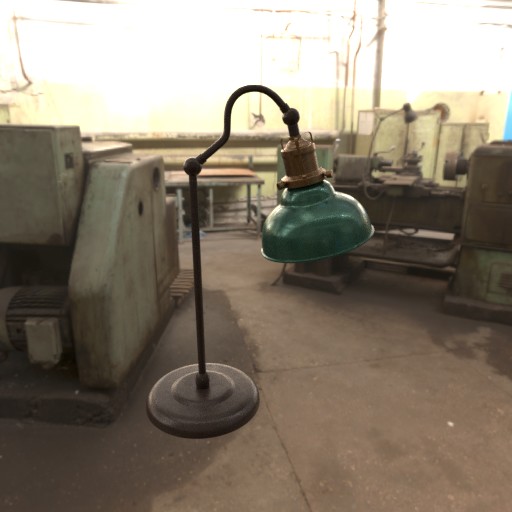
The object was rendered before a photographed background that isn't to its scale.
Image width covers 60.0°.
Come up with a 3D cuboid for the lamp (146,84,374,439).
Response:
[{"bbox_3d":[0.000,0.000,0.701,0.374,0.508,0.192,-3,17,-10],"label":"lamp"}]
